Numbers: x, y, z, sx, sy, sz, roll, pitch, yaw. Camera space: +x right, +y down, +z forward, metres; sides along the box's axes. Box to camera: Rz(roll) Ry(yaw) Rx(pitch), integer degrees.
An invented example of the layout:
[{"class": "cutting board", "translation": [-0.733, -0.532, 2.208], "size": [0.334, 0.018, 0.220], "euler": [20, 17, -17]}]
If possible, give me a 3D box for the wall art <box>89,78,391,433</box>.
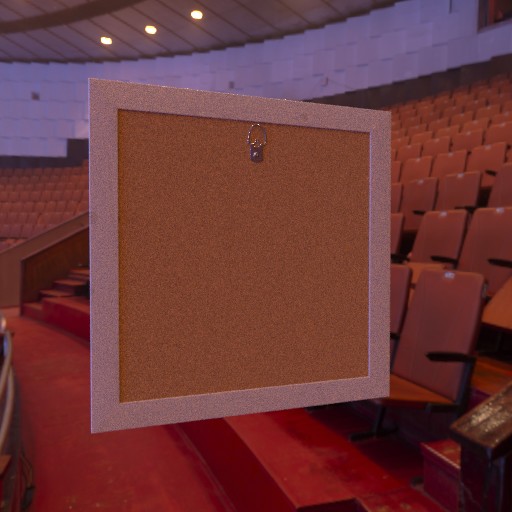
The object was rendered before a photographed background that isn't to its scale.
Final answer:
[{"class": "wall art", "translation": [0.000, 0.000, 0.815], "size": [0.572, 0.577, 0.015], "euler": [0, 1, -18]}]
